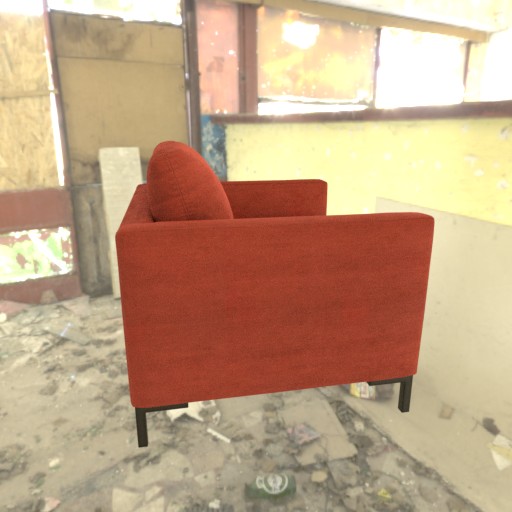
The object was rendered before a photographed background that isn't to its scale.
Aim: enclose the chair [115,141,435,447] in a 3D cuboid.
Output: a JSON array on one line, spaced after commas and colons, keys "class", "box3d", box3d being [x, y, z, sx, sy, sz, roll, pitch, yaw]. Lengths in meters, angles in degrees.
[{"class": "chair", "box3d": [0.000, 0.000, 1.628, 0.875, 0.812, 0.964, -3, 16, -11]}]
